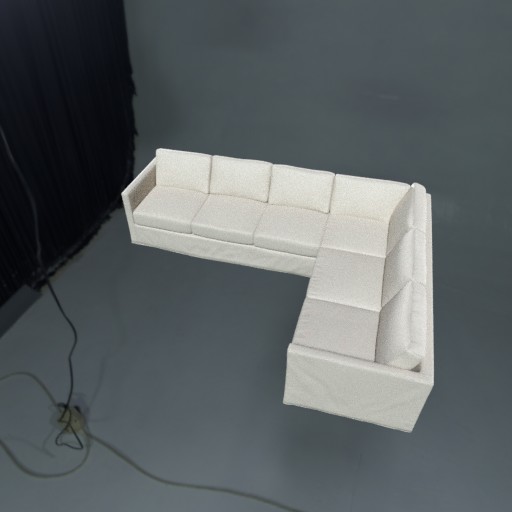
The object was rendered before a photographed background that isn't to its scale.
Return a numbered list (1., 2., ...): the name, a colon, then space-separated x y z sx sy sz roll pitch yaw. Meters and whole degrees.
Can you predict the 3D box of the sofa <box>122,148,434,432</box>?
1. sofa: 0.000 0.000 4.323 3.182 0.871 2.432 11 42 12
